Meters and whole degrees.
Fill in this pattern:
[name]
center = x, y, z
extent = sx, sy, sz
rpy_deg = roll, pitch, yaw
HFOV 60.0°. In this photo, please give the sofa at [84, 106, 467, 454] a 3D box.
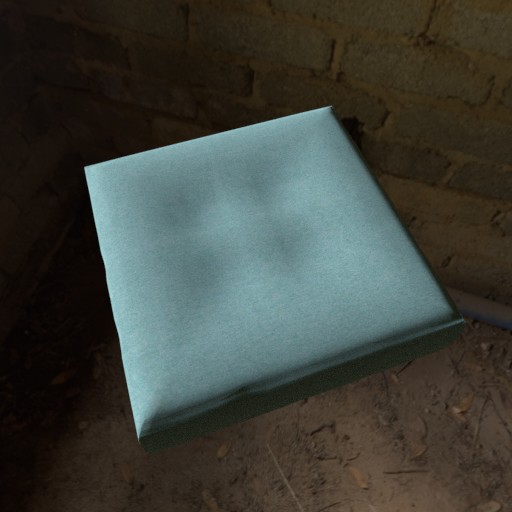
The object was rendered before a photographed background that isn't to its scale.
[sofa]
center = 0.000, 0.000, 1.453
extent = 0.930, 0.330, 0.930
rpy_deg = -17, 61, -9
